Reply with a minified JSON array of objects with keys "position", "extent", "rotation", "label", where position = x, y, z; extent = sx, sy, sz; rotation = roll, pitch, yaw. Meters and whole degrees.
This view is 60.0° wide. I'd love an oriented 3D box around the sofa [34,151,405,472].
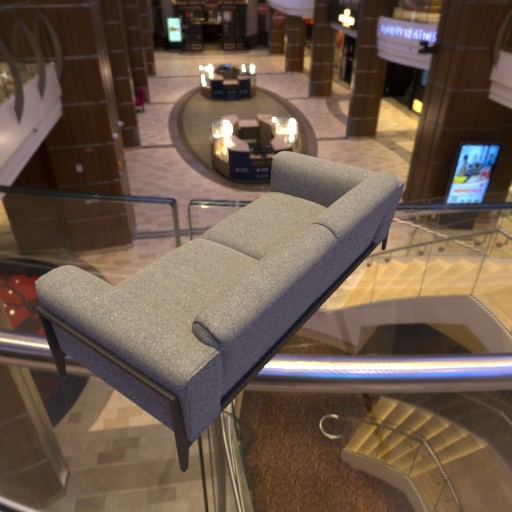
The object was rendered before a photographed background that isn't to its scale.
[{"position":[0.000,0.000,2.550],"extent":[0.985,0.703,2.125],"rotation":[22,39,29],"label":"sofa"}]
